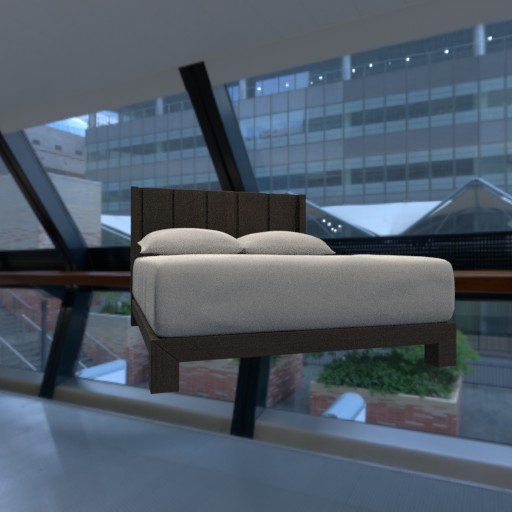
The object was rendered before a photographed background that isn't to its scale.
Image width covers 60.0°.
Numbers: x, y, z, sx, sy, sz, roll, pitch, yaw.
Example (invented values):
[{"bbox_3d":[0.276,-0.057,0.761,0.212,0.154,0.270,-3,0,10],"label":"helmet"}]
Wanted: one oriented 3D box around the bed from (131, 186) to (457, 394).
[{"bbox_3d":[0.000,0.000,3.333,1.727,1.270,2.242,0,0,-18],"label":"bed"}]
